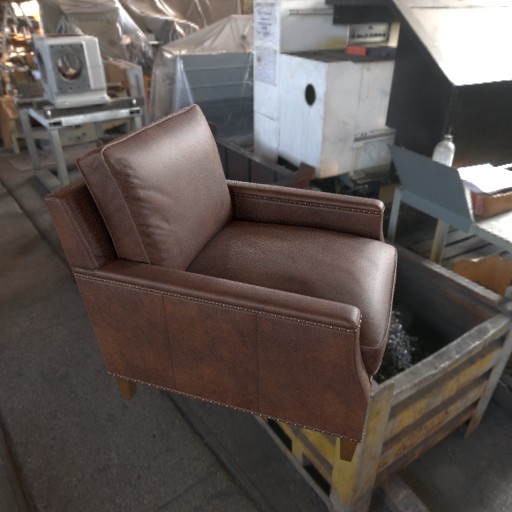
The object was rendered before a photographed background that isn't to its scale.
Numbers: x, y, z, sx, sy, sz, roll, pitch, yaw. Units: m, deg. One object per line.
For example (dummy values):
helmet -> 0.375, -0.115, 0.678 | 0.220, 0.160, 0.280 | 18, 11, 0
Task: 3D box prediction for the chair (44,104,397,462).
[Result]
chair -> 0.000, 0.000, 1.646 | 1.014, 0.929, 0.853 | 10, 32, 16
